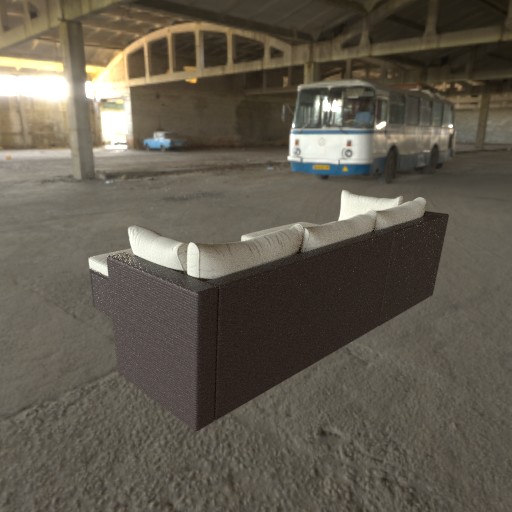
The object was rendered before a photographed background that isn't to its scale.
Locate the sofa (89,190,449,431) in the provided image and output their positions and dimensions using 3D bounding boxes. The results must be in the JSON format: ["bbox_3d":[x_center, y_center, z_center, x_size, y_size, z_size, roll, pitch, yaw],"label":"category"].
[{"bbox_3d":[0.000,0.000,2.950,2.192,0.766,1.612,-15,22,-43],"label":"sofa"}]
